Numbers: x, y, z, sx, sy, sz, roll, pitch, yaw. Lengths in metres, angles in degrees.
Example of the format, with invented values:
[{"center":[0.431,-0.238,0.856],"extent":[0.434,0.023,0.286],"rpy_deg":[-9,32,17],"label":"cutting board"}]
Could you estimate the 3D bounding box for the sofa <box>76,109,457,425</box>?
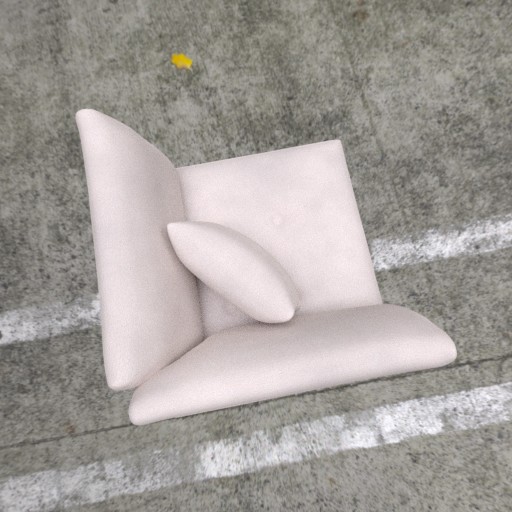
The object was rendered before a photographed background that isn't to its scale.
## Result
[{"center":[0.000,0.000,1.701],"extent":[1.000,0.820,1.000],"rpy_deg":[-11,77,-2],"label":"sofa"}]
